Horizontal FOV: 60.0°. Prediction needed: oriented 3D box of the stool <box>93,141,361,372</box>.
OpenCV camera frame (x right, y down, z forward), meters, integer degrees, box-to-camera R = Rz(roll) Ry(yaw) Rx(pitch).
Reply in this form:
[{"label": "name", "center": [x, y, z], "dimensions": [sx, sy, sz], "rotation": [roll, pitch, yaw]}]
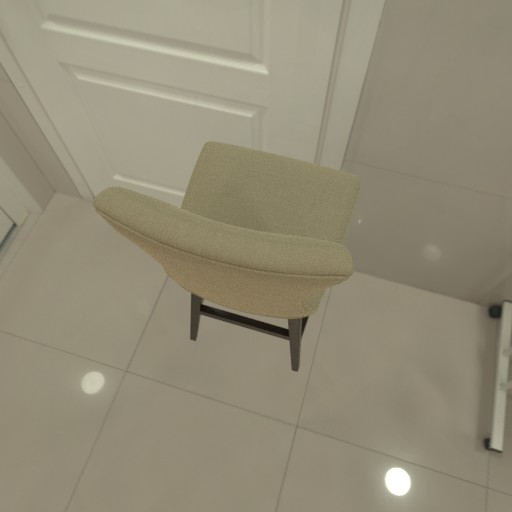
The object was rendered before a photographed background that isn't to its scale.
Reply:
[{"label": "stool", "center": [0.000, 0.000, 1.385], "dimensions": [0.514, 1.086, 0.574], "rotation": [15, 64, 8]}]
